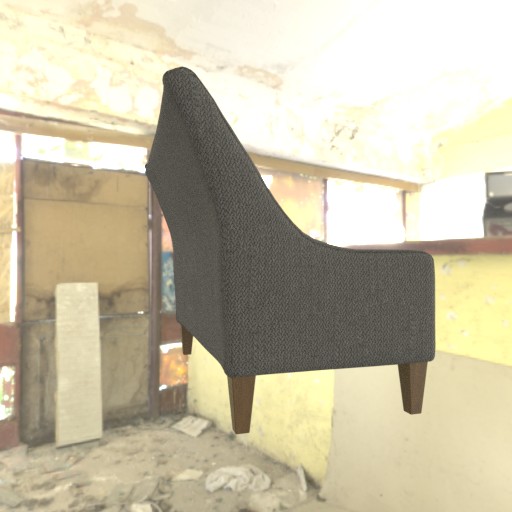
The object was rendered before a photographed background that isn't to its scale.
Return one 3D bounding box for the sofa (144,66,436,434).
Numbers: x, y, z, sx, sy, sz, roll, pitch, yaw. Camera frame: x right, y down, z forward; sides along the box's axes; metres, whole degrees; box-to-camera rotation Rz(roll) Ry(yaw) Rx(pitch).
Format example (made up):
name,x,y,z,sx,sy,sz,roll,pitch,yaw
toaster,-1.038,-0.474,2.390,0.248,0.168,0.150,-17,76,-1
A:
name,x,y,z,sx,sy,sz,roll,pitch,yaw
sofa,0.000,0.000,1.875,0.873,1.022,1.242,0,-1,-17
